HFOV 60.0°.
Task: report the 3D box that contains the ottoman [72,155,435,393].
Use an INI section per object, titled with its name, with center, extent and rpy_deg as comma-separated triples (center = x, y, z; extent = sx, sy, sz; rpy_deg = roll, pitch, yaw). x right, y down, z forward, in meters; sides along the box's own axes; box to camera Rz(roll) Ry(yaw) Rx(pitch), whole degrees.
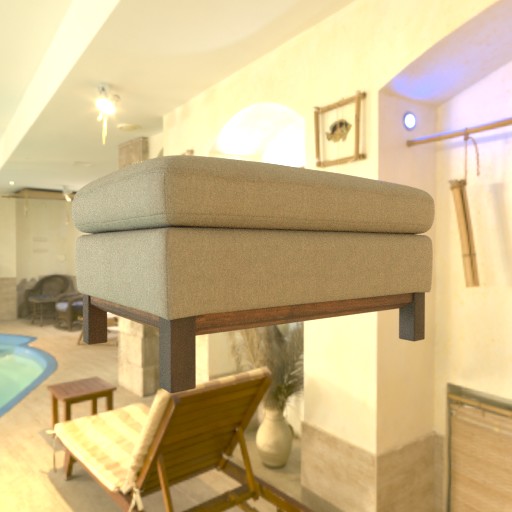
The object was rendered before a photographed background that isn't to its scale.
[ottoman]
center = 0.000, 0.000, 1.054
extent = 0.735, 0.404, 0.528
rpy_deg = -1, 1, -37
